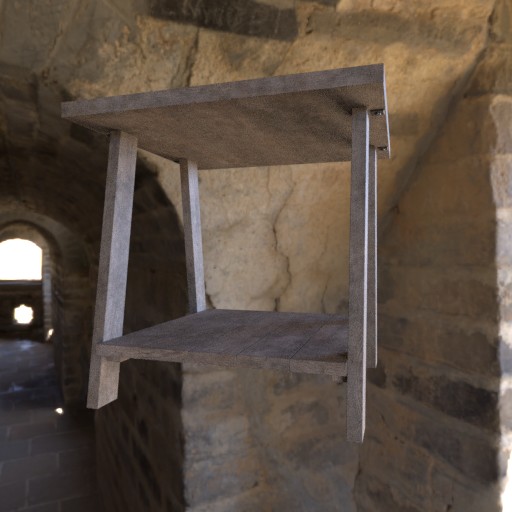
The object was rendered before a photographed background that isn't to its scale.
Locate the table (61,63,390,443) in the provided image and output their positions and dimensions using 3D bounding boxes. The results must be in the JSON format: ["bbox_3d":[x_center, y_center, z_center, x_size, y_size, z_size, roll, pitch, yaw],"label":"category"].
[{"bbox_3d":[0.000,0.000,1.073,0.610,0.610,0.610,0,1,18],"label":"table"}]
